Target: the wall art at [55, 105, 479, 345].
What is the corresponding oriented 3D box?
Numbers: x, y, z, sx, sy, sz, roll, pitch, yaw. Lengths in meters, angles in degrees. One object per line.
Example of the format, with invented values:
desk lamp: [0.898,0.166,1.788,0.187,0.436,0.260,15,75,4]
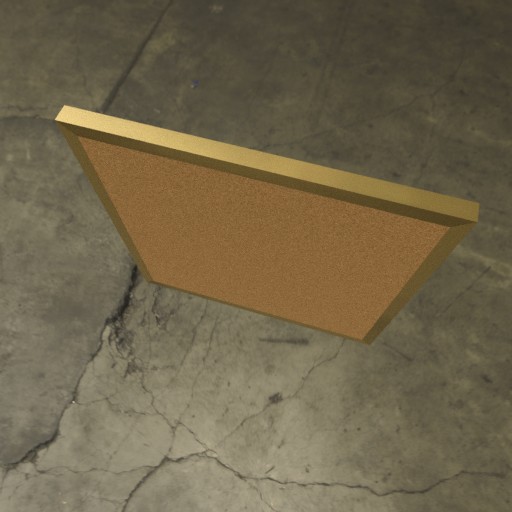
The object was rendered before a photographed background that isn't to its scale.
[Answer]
wall art: [0.000,0.000,1.117,0.762,0.762,0.038,15,65,7]
